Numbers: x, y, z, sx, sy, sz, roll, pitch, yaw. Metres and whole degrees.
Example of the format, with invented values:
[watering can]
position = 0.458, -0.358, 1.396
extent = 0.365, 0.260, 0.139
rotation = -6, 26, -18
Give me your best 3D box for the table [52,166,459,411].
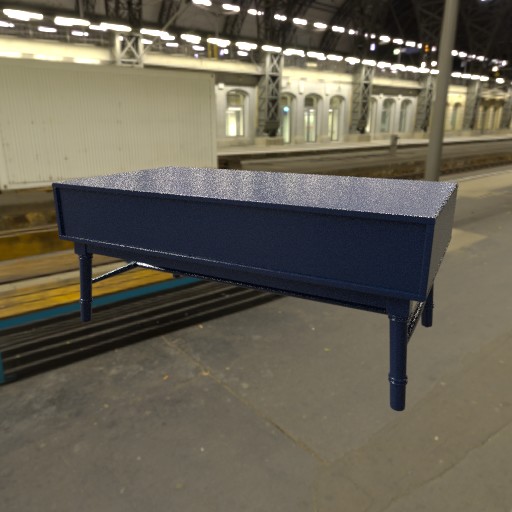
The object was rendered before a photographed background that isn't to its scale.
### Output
[table]
position = 0.000, 0.000, 1.381
extent = 1.067, 0.457, 0.572
rotation = 9, 19, 26
